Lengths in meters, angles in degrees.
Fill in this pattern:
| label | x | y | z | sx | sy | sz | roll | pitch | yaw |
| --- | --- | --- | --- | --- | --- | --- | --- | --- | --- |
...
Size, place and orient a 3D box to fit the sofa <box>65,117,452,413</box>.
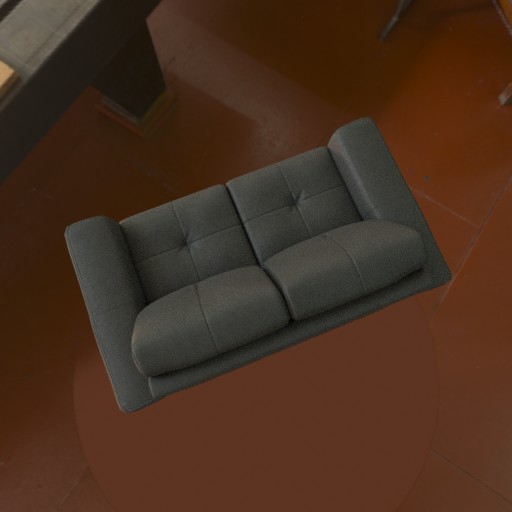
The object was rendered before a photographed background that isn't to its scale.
| label | x | y | z | sx | sy | sz | roll | pitch | yaw |
| --- | --- | --- | --- | --- | --- | --- | --- | --- | --- |
| sofa | 0.000 | 0.000 | 2.352 | 1.806 | 0.907 | 1.018 | -21 | 77 | -5 |
